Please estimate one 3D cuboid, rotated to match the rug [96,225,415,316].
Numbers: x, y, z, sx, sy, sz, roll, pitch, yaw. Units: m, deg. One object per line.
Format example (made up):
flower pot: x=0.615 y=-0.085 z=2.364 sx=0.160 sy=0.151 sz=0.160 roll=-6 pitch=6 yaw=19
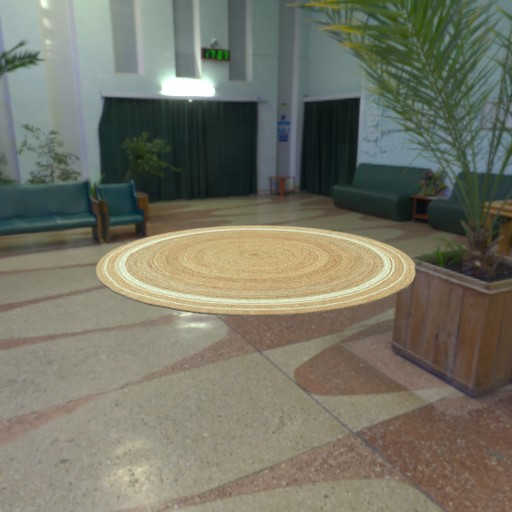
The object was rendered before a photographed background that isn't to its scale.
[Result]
rug: x=0.000 y=0.000 z=3.580 sx=2.444 sy=0.015 sz=2.444 roll=0 pitch=15 yaw=0
